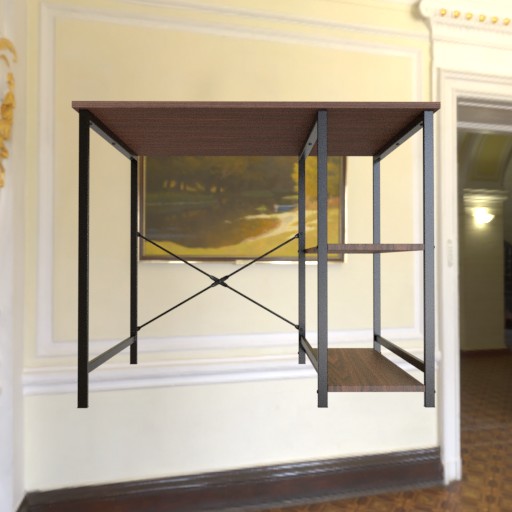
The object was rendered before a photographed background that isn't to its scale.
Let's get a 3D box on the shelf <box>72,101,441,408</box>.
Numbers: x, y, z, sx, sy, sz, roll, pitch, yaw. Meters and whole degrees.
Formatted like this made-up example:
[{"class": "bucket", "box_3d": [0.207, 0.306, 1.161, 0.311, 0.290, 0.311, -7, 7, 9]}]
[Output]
[{"class": "shelf", "box_3d": [0.000, 0.000, 1.327, 0.902, 0.750, 0.498, 0, -1, 0]}]
